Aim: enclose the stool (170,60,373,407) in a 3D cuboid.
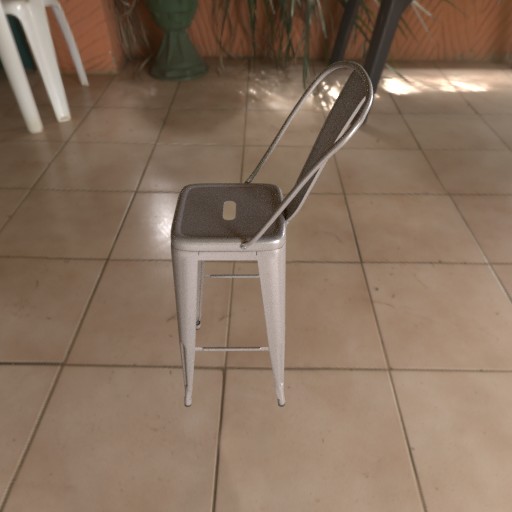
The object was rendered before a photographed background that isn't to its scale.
[{"bbox_3d":[0.000,0.000,1.365,0.513,1.096,0.399,0,41,0],"label":"stool"}]
